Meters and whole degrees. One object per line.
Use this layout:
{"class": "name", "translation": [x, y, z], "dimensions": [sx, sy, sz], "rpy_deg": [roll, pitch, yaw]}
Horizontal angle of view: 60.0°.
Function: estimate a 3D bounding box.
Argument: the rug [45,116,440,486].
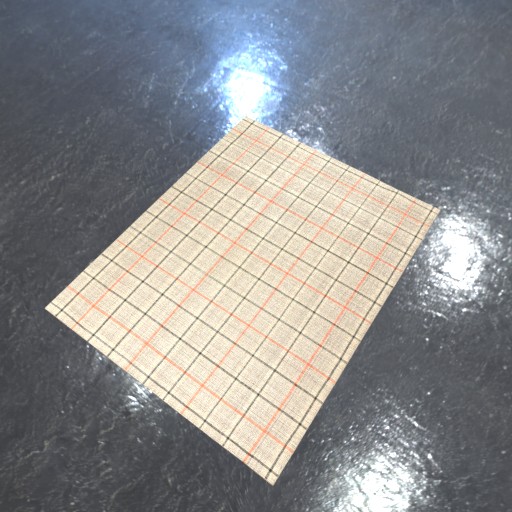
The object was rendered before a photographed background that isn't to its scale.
{"class": "rug", "translation": [0.000, 0.000, 4.215], "dimensions": [2.444, 0.012, 3.048], "rpy_deg": [31, 63, 18]}
